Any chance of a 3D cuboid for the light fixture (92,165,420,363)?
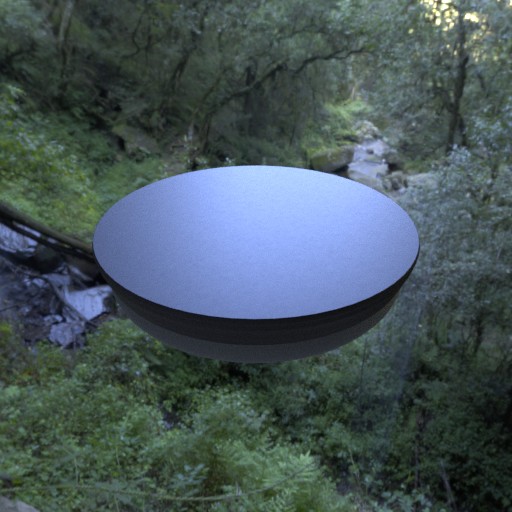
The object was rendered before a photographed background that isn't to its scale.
[{"bbox_3d":[0.000,0.000,0.545,0.368,0.100,0.368,0,31,0],"label":"light fixture"}]
